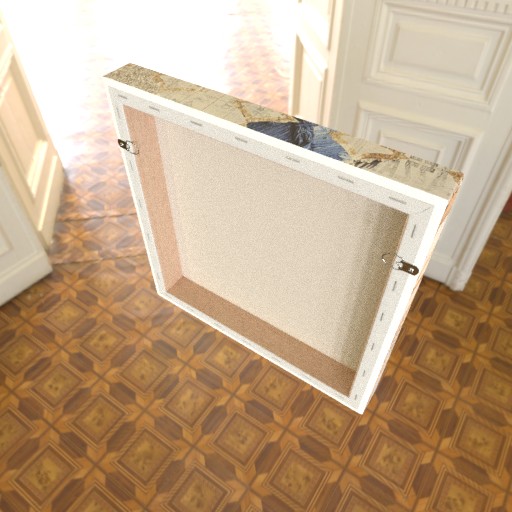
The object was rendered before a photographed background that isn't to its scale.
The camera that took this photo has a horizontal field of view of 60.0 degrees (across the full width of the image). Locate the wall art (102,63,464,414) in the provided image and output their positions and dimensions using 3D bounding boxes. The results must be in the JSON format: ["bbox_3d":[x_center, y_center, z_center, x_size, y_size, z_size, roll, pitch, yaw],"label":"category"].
[{"bbox_3d":[0.000,0.000,0.445,0.303,0.304,0.036,26,52,23],"label":"wall art"}]
